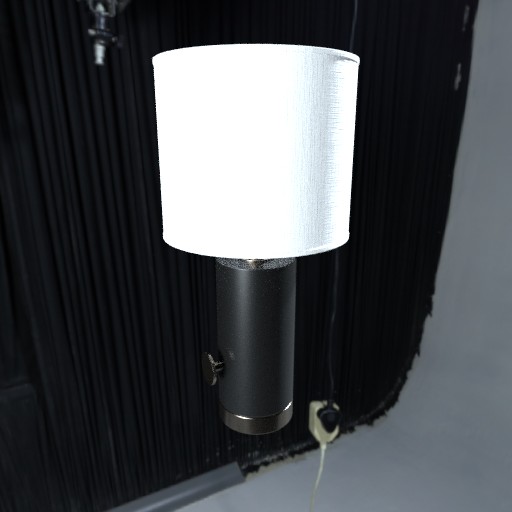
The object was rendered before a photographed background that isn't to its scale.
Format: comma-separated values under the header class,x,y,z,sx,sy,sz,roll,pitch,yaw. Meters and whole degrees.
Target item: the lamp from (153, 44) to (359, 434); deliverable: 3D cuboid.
class,x,y,z,sx,sy,sz,roll,pitch,yaw
lamp,0.000,0.000,0.596,0.240,0.482,0.241,-8,18,-26
